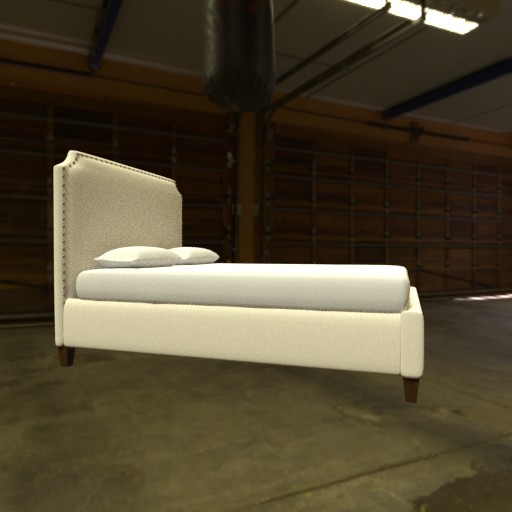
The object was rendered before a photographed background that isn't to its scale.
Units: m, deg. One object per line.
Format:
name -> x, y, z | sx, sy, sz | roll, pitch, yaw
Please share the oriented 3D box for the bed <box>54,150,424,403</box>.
bed -> 0.000, 0.000, 3.419 | 2.372, 1.497, 1.712 | 0, 1, 19
